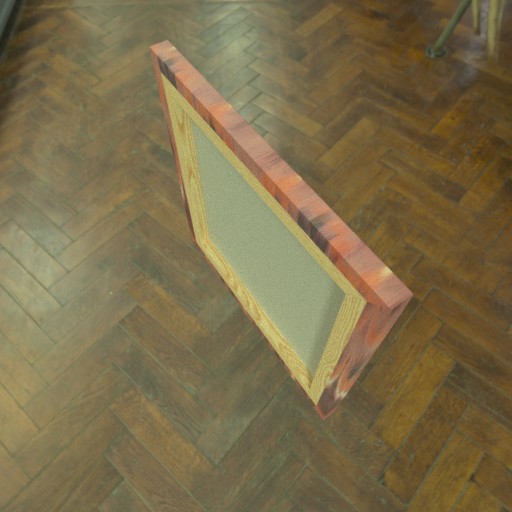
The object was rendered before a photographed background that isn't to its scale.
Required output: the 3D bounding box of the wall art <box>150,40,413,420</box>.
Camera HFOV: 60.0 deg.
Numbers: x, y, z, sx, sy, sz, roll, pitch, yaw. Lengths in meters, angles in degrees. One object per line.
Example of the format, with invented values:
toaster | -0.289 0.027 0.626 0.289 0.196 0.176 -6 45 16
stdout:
wall art | 0.000 0.000 0.901 0.037 0.609 0.603 -30 63 -17
